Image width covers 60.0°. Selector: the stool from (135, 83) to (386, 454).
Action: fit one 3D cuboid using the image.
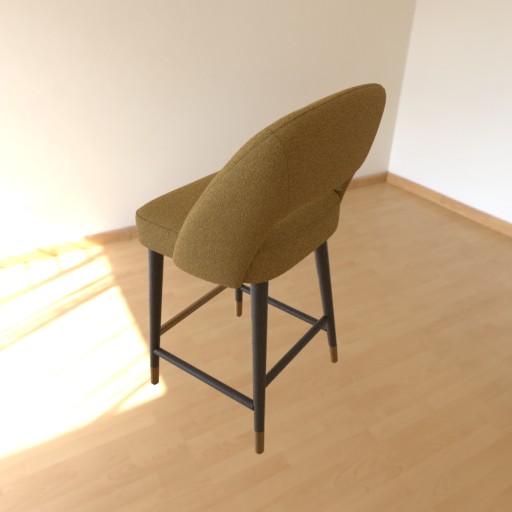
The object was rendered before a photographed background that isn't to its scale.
[{"bbox_3d":[0.000,0.000,1.231,0.522,0.939,0.536,21,37,31],"label":"stool"}]
